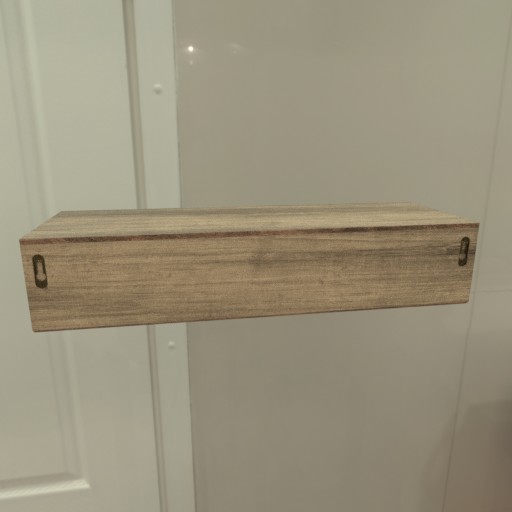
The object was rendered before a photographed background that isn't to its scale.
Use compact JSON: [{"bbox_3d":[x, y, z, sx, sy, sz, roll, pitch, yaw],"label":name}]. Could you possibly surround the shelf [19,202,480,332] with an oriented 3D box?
[{"bbox_3d":[0.000,0.000,0.691,0.610,0.125,0.200,-3,16,-9],"label":"shelf"}]
